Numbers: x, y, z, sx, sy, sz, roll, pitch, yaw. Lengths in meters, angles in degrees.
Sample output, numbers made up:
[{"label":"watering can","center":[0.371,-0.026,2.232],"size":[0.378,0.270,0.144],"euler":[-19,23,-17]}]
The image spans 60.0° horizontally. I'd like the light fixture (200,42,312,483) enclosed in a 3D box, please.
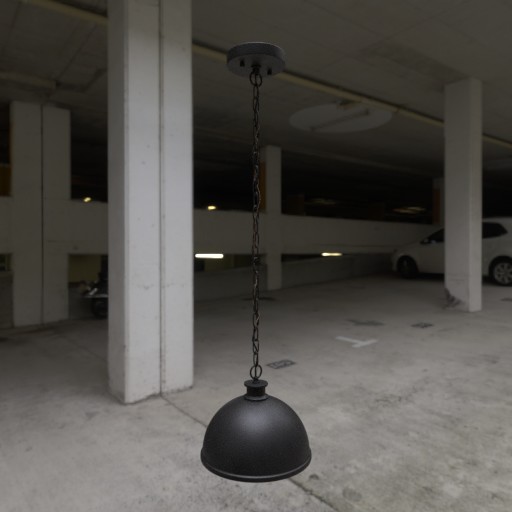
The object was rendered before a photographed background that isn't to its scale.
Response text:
[{"label":"light fixture","center":[0.000,0.000,1.213],"size":[0.304,1.090,0.304],"euler":[0,1,-37]}]
